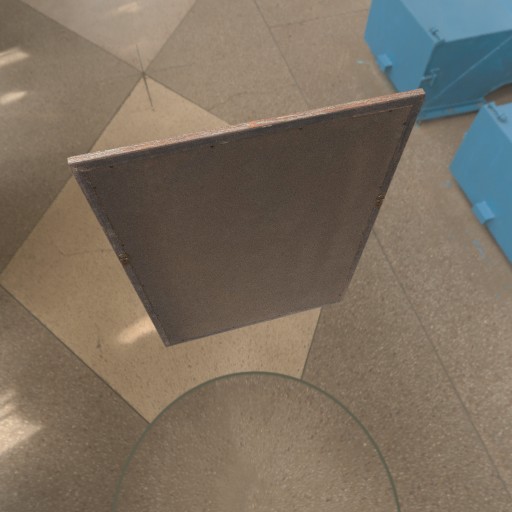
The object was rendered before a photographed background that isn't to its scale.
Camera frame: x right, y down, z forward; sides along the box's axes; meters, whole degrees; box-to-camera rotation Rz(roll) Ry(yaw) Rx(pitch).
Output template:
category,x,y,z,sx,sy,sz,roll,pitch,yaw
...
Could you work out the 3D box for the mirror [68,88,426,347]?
category,x,y,z,sx,sy,sz,roll,pitch,yaw
mirror,0.000,0.000,1.276,0.705,0.996,0.025,-13,61,-8
